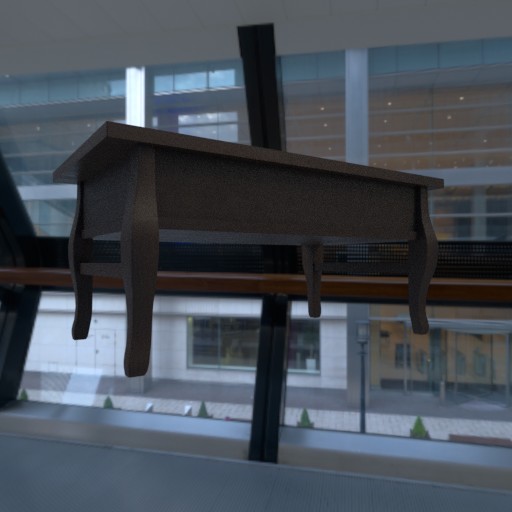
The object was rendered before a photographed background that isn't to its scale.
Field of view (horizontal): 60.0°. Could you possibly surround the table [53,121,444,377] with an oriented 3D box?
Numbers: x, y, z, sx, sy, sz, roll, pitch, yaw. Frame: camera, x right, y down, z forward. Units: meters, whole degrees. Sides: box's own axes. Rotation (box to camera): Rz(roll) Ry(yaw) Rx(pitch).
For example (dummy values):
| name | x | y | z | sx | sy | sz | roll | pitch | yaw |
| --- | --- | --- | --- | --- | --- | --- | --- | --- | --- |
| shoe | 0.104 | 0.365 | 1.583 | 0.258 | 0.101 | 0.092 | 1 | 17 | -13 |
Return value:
| name | x | y | z | sx | sy | sz | roll | pitch | yaw |
| --- | --- | --- | --- | --- | --- | --- | --- | --- | --- |
| table | 0.000 | 0.000 | 1.366 | 1.062 | 0.494 | 0.600 | 0 | -1 | -34 |
